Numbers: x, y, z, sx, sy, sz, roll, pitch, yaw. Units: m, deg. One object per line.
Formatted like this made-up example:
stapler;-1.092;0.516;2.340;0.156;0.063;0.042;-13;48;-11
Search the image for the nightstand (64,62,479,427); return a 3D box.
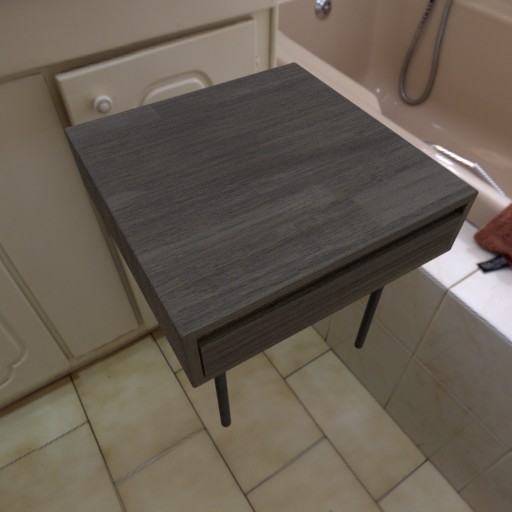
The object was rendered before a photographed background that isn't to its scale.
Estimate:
nightstand;0.000;0.000;0.922;0.502;0.497;0.503;-24;53;-20
